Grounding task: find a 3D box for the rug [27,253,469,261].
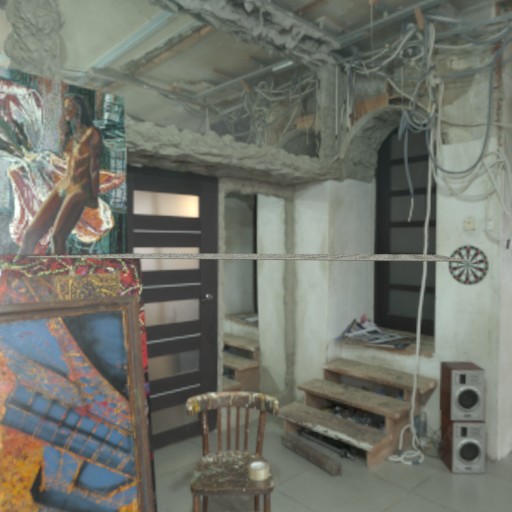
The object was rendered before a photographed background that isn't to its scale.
[{"bbox_3d":[0.000,0.000,3.022,2.438,0.008,1.523,0,1,18],"label":"rug"}]
